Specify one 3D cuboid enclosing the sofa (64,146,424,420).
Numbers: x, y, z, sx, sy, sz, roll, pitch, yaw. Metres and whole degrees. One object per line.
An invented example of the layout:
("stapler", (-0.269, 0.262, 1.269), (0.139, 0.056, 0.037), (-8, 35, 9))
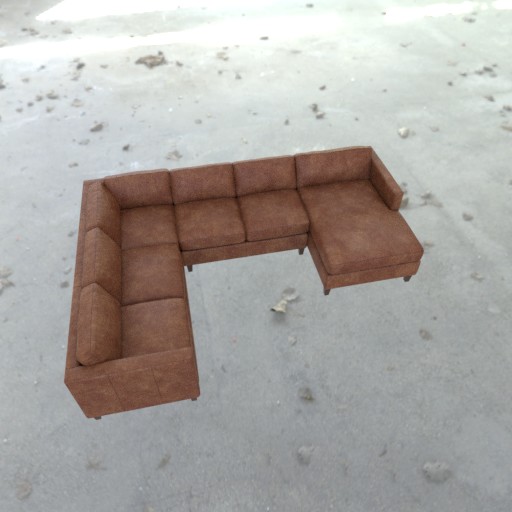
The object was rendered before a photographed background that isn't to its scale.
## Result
("sofa", (0.000, 0.000, 4.435), (3.324, 0.888, 2.452), (-9, 47, -8))
